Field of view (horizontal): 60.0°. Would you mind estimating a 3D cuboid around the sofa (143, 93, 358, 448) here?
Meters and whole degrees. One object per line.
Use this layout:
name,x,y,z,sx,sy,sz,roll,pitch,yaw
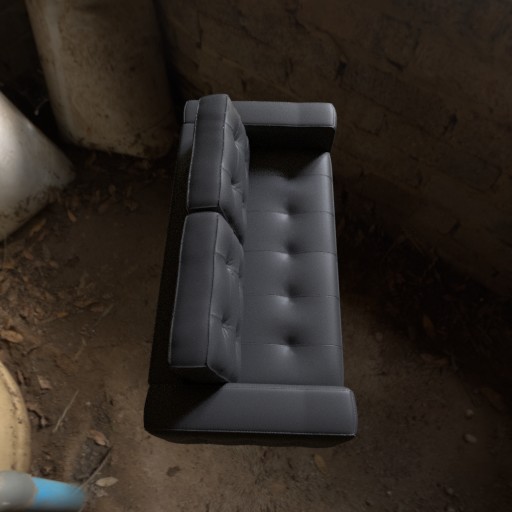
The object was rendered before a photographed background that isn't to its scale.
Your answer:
sofa,0.000,0.000,2.208,0.833,0.893,1.726,1,64,1
